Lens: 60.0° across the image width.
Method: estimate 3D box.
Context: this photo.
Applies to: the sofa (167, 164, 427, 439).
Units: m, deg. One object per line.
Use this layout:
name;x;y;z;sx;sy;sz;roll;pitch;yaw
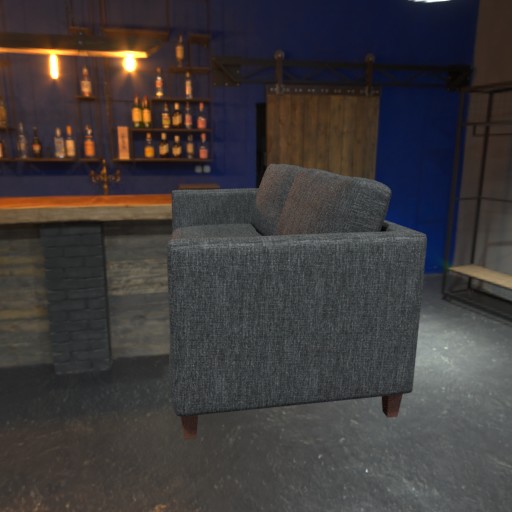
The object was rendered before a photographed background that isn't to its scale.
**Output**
sofa;0.000;0.000;2.447;0.950;0.963;1.884;-2;14;-10
